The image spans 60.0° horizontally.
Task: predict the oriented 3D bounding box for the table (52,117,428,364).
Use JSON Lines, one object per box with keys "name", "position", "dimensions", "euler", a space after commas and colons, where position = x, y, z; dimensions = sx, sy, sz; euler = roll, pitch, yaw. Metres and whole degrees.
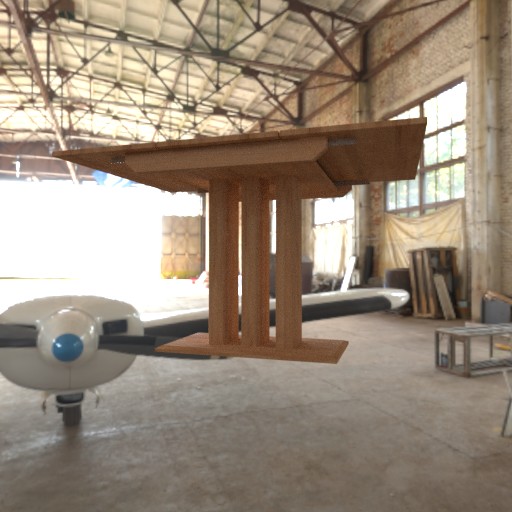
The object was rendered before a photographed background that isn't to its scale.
{"name": "table", "position": [0.000, 0.000, 1.868], "dimensions": [1.300, 0.770, 0.900], "euler": [0, -1, 18]}
